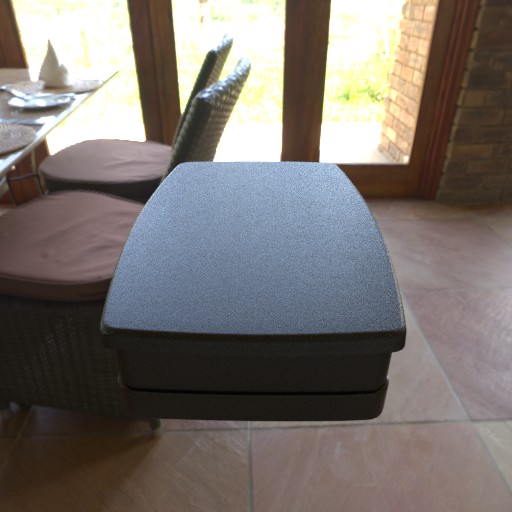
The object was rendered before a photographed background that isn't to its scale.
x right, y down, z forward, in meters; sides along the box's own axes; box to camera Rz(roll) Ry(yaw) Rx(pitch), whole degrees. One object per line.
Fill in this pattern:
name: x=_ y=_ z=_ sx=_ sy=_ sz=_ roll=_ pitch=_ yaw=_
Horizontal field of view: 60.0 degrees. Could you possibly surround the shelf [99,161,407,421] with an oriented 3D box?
shelf: x=0.000 y=0.000 z=0.532 sx=0.280 sy=0.100 sz=0.410 roll=0 pitch=31 yaw=1
